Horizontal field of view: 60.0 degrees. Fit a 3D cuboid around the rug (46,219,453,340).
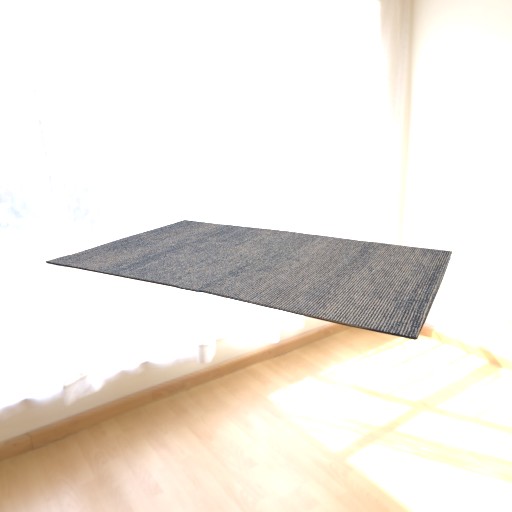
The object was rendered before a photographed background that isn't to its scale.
[{"bbox_3d":[0.000,0.000,2.301,1.793,0.025,1.159,9,18,27],"label":"rug"}]
